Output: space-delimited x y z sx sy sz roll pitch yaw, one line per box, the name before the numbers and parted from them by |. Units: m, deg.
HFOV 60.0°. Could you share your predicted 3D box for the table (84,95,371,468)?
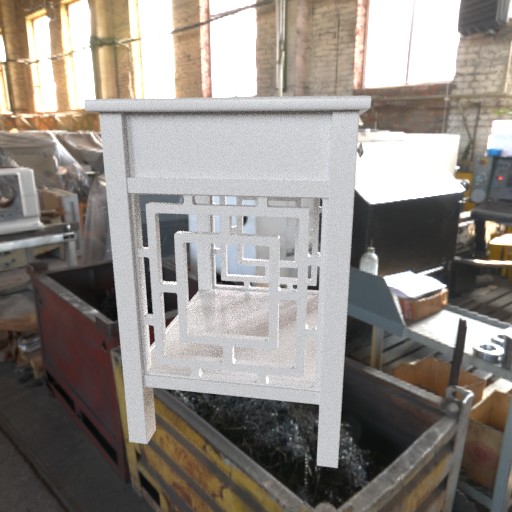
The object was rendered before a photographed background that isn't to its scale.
table | 0.000 0.000 1.012 0.451 0.646 0.564 3 16 10
